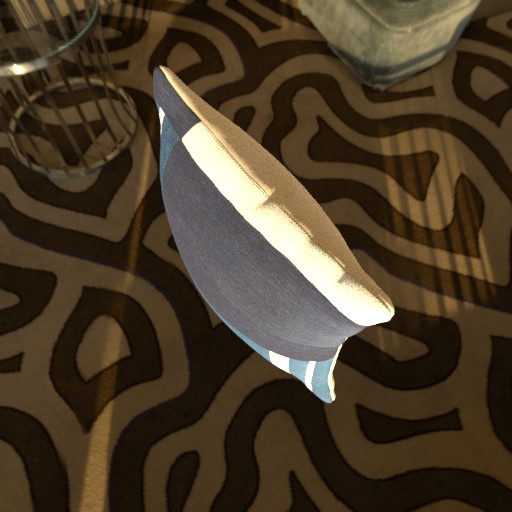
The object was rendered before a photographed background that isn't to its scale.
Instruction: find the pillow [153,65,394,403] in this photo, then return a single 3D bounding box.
[{"bbox_3d":[0.000,0.000,0.801,0.229,0.506,0.536,-34,68,-16],"label":"pillow"}]
